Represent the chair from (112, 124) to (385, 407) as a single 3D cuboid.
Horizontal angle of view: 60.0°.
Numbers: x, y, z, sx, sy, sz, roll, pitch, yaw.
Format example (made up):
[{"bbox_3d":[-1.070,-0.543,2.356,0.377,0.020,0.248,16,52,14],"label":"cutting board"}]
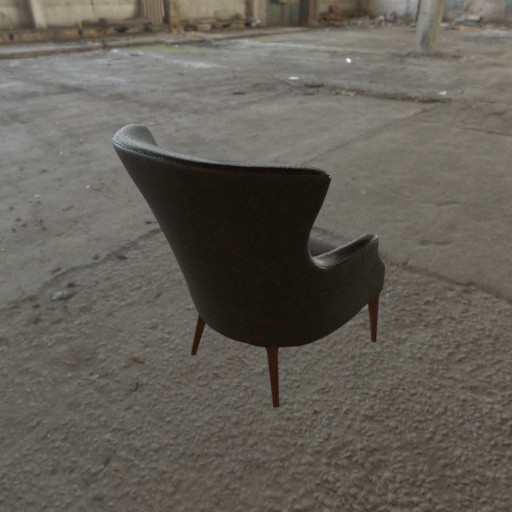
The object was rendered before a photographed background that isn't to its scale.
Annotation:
[{"bbox_3d":[0.000,0.000,1.755,0.819,1.068,0.954,22,37,33],"label":"chair"}]
